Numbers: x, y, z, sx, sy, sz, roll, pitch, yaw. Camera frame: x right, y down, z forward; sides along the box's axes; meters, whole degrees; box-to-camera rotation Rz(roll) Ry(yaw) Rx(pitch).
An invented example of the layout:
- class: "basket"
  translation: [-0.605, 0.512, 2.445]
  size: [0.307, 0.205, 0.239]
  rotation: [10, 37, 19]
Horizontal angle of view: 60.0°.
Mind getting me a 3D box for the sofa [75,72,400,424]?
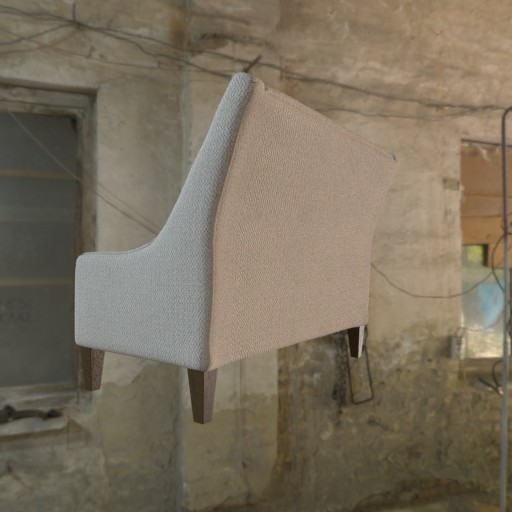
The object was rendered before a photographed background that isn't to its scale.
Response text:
- class: "sofa"
  translation: [0.000, 0.000, 1.938]
  size: [0.870, 1.022, 1.242]
  rotation: [0, -1, 36]
